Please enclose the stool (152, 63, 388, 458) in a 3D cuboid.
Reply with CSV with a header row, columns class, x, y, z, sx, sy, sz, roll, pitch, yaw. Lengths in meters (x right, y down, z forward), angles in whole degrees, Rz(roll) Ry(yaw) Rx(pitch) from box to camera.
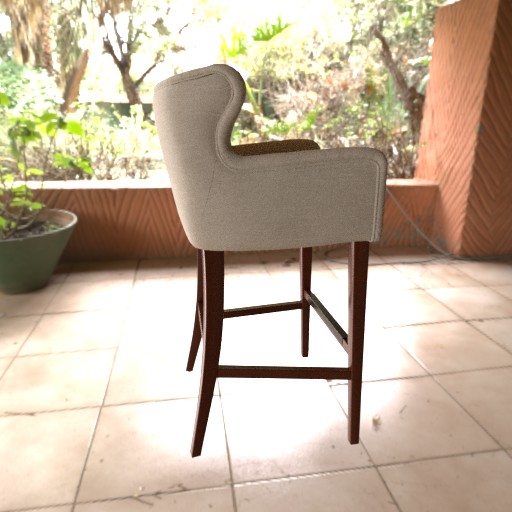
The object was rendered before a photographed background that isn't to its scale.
class,x,y,z,sx,sy,sz,roll,pitch,yaw
stool,0.000,0.000,1.364,0.563,1.034,0.556,-3,17,-10
